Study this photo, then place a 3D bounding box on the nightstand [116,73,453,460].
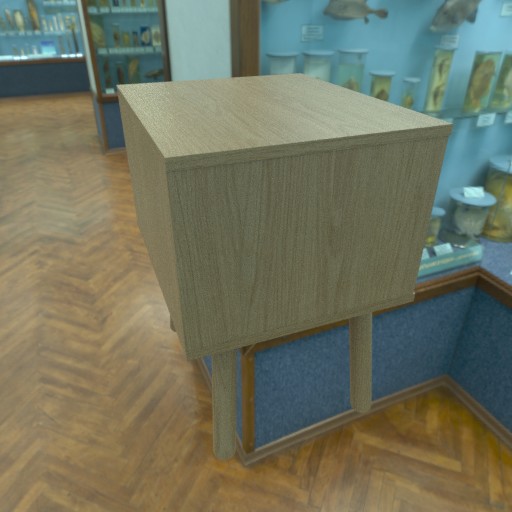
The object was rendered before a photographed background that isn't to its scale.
[{"bbox_3d":[0.000,0.000,0.848,0.380,0.571,0.450,-11,33,-18],"label":"nightstand"}]
